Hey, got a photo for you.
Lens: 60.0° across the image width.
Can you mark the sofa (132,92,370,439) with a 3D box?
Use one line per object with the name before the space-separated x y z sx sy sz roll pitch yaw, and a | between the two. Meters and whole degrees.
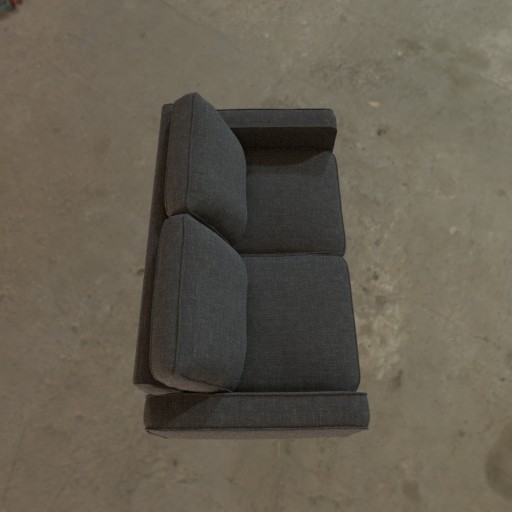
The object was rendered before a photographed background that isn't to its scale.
sofa | 0.000 0.000 2.267 0.947 0.918 1.709 -1 65 0
